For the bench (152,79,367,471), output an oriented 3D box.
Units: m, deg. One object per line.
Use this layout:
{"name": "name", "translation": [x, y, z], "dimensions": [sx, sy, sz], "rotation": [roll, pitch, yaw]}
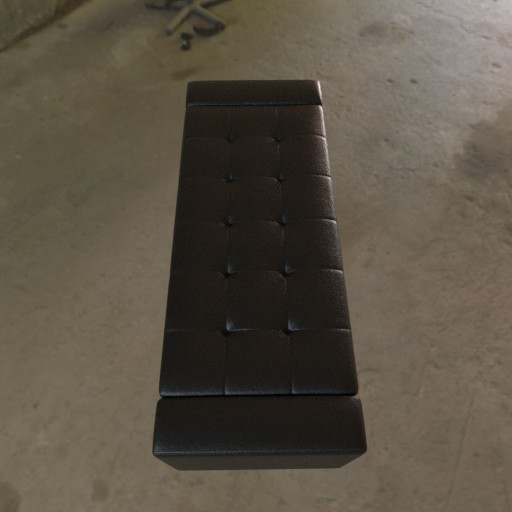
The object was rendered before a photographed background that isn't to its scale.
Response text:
{"name": "bench", "translation": [0.000, 0.000, 1.515], "dimensions": [0.508, 0.445, 1.296], "rotation": [-1, 60, 0]}
